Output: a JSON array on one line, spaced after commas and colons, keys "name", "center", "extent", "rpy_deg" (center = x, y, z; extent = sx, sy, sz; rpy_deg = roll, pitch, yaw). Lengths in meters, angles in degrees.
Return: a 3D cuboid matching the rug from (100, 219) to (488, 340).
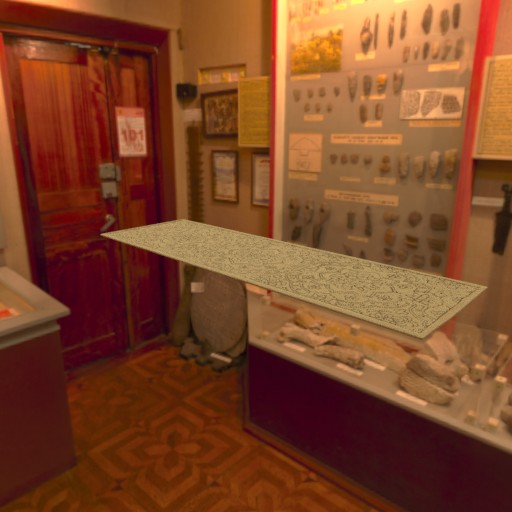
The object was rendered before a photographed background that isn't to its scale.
[{"name": "rug", "center": [0.000, 0.000, 2.729], "extent": [2.448, 0.012, 0.769], "rpy_deg": [15, 22, 41]}]
